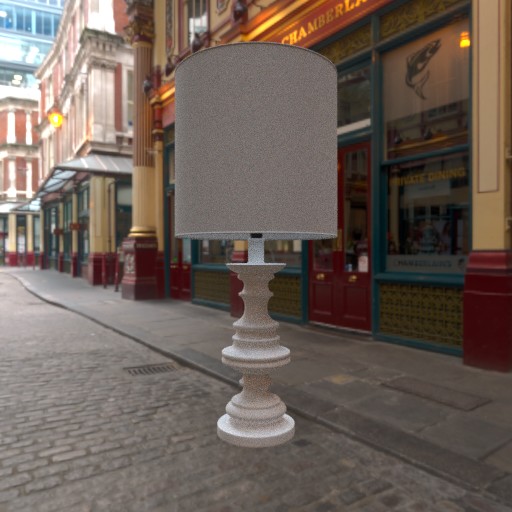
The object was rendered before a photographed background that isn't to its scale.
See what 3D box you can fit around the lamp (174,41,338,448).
[{"bbox_3d":[0.000,0.000,0.575,0.208,0.455,0.208,0,0,-36],"label":"lamp"}]
